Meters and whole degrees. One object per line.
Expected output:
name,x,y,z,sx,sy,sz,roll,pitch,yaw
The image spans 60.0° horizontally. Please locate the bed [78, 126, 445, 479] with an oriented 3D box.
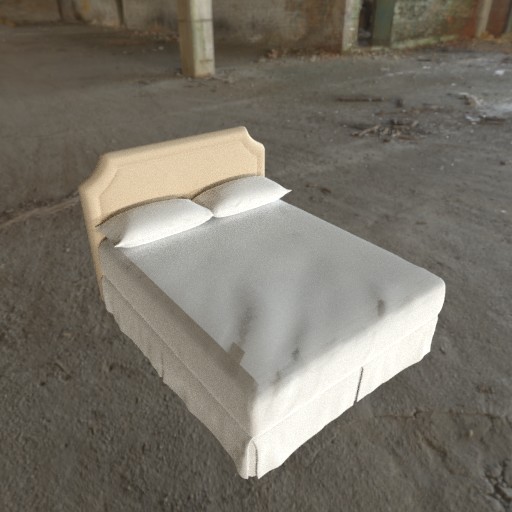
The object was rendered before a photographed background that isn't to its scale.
bed,0.000,0.000,3.874,2.134,1.524,2.548,-22,37,-32
